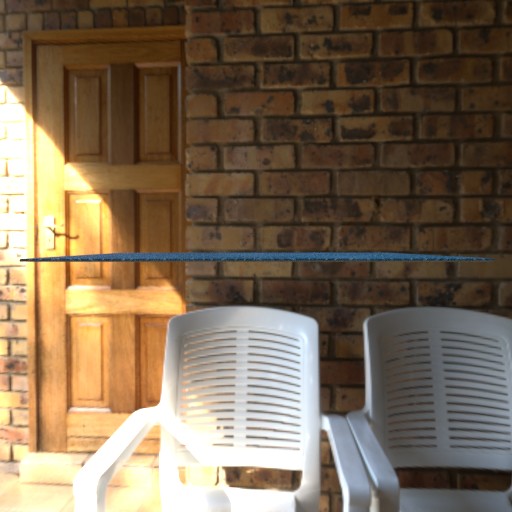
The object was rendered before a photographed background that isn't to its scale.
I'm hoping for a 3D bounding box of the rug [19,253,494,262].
[{"bbox_3d":[0.000,0.000,2.769,2.144,0.015,1.543,0,1,-1],"label":"rug"}]
